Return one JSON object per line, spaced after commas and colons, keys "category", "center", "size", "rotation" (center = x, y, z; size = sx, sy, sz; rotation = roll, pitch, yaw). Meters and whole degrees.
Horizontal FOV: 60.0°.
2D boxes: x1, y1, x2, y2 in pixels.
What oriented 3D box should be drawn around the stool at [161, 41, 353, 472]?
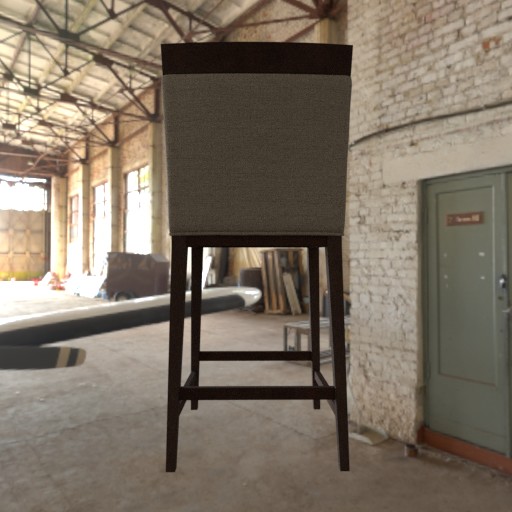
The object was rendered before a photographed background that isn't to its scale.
{"category": "stool", "center": [0.000, 0.000, 1.392], "size": [0.511, 1.117, 0.531], "rotation": [0, -1, -1]}
